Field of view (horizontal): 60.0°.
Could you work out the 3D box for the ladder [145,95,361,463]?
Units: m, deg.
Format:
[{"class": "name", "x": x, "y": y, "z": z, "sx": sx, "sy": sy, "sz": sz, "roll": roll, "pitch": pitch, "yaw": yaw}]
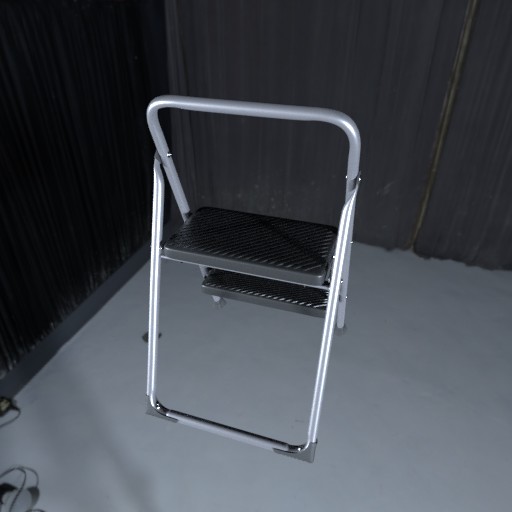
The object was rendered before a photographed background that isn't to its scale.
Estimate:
[{"class": "ladder", "x": 0.000, "y": 0.000, "z": 1.013, "sx": 0.430, "sy": 0.720, "sz": 0.472, "roll": 10, "pitch": 35, "yaw": 15}]
